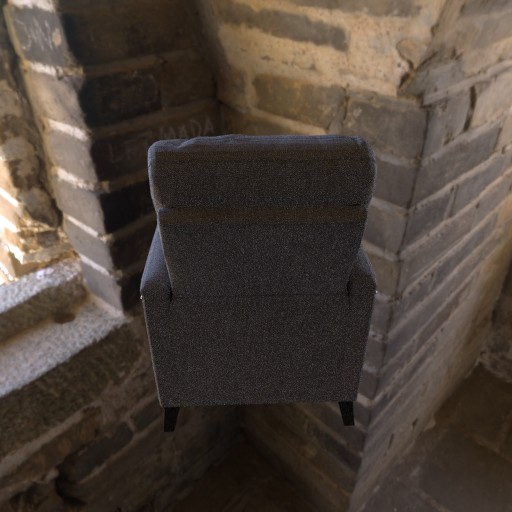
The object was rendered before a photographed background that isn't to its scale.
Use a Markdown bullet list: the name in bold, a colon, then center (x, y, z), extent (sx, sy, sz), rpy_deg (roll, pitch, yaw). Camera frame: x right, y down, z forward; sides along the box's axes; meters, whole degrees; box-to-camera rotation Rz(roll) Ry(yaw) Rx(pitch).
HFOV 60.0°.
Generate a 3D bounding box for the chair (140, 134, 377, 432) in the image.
- **chair**: center (0.000, 0.000, 1.604), extent (0.710, 1.049, 0.922), rpy_deg (-1, 31, -2)
